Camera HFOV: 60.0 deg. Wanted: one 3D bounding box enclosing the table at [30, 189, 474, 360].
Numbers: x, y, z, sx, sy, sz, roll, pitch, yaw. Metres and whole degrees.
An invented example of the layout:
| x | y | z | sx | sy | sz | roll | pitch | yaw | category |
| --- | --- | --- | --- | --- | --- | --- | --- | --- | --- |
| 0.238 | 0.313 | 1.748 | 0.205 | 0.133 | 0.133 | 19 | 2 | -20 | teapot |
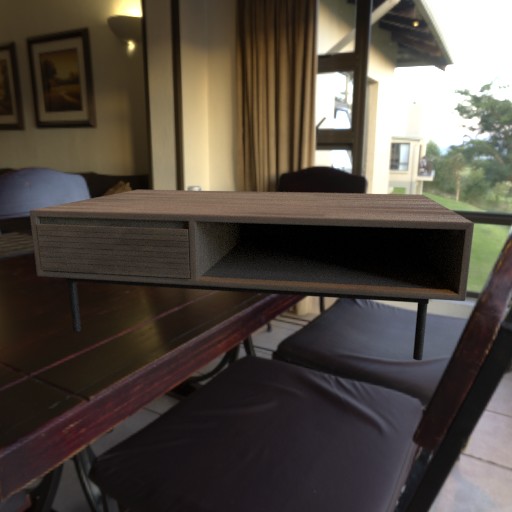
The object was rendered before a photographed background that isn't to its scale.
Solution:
| x | y | z | sx | sy | sz | roll | pitch | yaw | category |
| --- | --- | --- | --- | --- | --- | --- | --- | --- | --- |
| 0.000 | 0.000 | 1.405 | 1.088 | 0.347 | 0.643 | 3 | 14 | 11 | table |
